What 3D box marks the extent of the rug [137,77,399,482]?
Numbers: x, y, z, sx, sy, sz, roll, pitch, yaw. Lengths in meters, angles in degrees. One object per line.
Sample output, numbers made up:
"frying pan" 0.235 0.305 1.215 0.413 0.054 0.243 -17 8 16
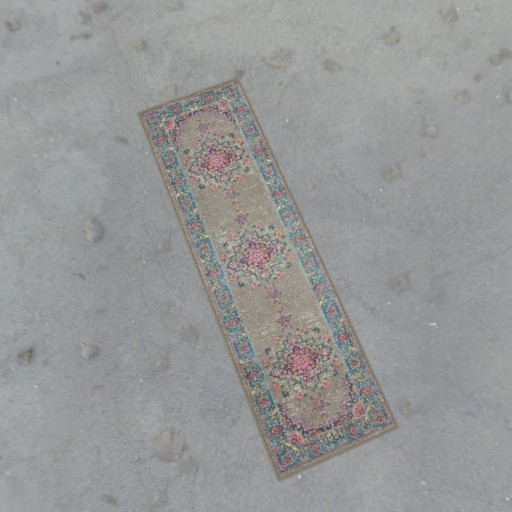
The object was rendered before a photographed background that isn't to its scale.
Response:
"rug" 0.000 0.000 2.031 0.553 0.012 1.827 -22 77 -5
